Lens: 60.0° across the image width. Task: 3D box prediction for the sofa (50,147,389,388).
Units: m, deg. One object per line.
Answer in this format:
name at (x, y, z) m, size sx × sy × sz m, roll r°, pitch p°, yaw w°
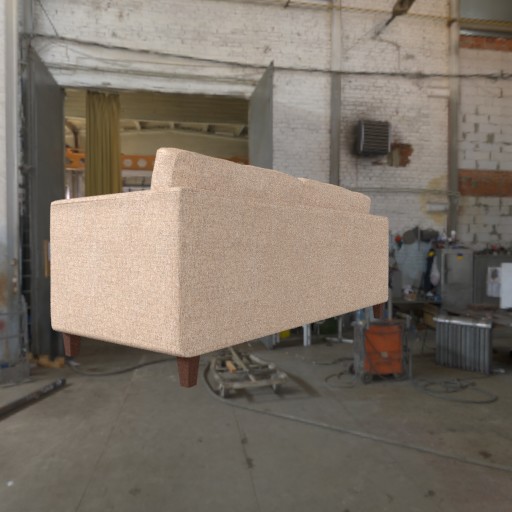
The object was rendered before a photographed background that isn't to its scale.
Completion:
sofa at (0.000, 0.000, 2.776) m, size 0.951 × 0.965 × 2.208 m, roll 1°, pitch 2°, yaw 36°
